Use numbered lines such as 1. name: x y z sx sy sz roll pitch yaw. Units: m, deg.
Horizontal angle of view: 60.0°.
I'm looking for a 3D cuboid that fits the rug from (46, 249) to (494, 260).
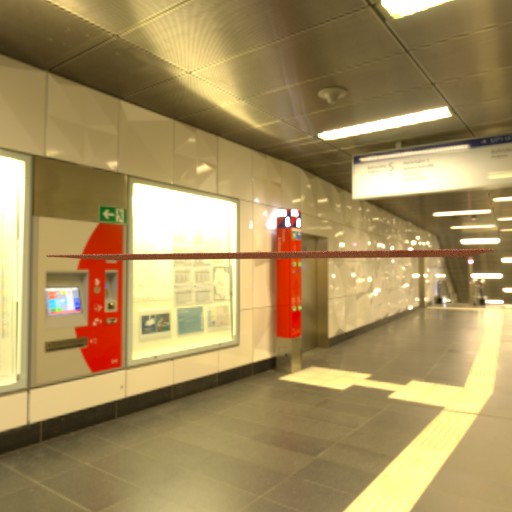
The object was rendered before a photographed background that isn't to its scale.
1. rug: 0.000 0.000 2.524 2.307 0.012 0.687 -1 -2 17
